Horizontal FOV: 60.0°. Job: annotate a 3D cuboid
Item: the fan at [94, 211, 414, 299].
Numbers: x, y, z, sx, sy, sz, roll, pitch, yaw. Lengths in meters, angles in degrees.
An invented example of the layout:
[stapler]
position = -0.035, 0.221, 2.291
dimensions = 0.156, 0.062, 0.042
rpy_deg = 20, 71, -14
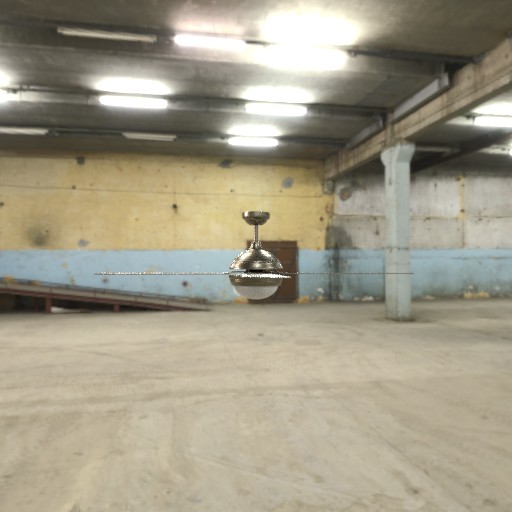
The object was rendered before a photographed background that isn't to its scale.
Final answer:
[fan]
position = 0.000, 0.000, 1.954
dimensions = 1.321, 0.381, 1.321
rpy_deg = 0, -1, 18
